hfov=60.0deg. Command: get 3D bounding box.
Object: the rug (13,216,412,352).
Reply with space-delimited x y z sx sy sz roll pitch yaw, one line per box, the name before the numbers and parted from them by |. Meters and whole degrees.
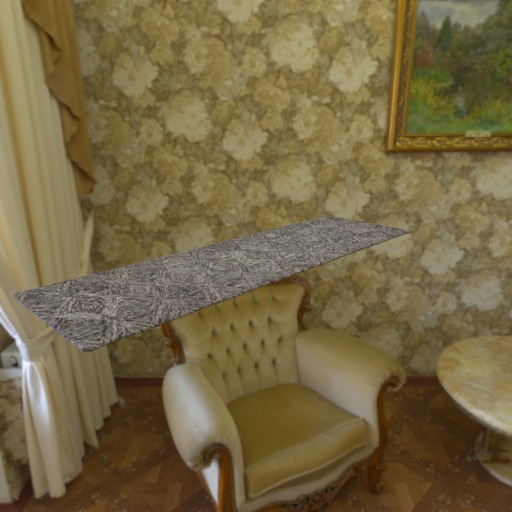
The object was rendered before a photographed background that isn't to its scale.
rug | 0.000 0.000 2.466 0.719 0.013 2.305 16 24 42
